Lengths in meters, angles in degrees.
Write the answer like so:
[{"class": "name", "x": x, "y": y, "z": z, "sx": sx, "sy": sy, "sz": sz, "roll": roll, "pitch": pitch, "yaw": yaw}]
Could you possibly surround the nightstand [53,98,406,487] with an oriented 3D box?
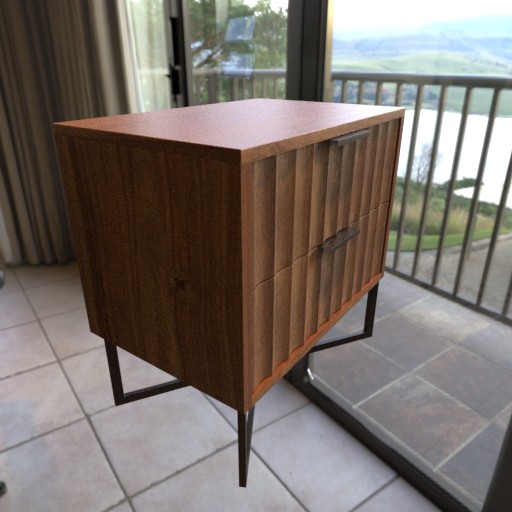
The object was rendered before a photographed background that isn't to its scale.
[{"class": "nightstand", "x": 0.000, "y": 0.000, "z": 1.006, "sx": 0.427, "sy": 0.615, "sz": 0.613, "roll": 16, "pitch": 29, "yaw": 32}]
